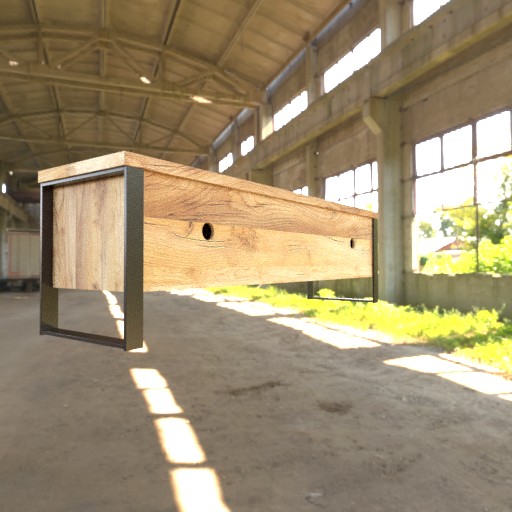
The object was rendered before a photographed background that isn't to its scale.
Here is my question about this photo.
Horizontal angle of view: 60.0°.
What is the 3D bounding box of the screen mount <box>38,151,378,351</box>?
[{"bbox_3d":[0.000,0.000,1.719,0.395,0.450,1.524,-1,-1,36],"label":"screen mount"}]
